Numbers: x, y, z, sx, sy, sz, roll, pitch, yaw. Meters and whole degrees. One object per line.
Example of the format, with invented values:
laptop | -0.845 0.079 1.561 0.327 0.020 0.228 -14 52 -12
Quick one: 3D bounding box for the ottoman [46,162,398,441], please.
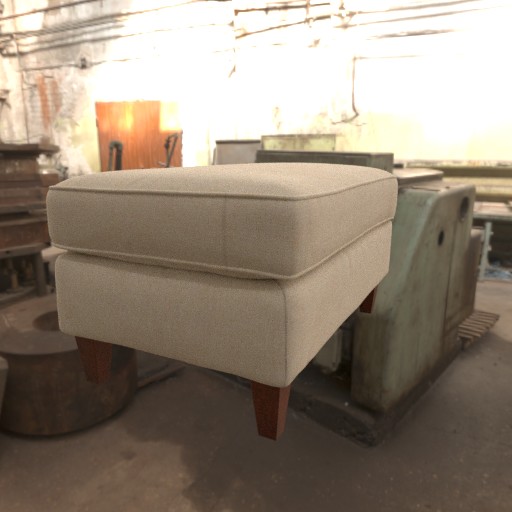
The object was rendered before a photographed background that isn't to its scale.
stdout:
ottoman | 0.000 0.000 1.193 0.583 0.484 0.862 7 15 27
